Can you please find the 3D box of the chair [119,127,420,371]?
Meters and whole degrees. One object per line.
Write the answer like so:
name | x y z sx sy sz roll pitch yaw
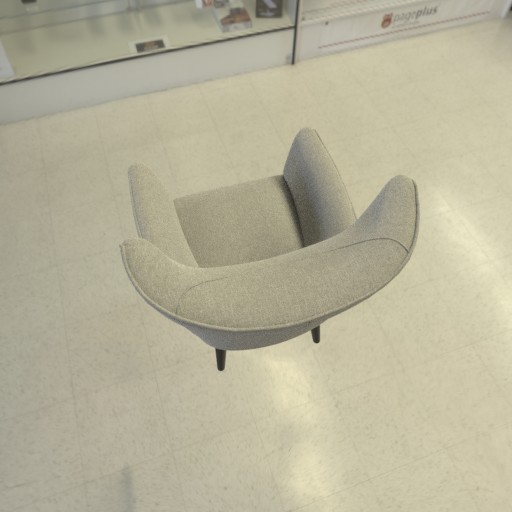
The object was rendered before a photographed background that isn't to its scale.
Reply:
chair | 0.000 0.000 1.586 0.781 0.933 0.888 -14 59 -9
